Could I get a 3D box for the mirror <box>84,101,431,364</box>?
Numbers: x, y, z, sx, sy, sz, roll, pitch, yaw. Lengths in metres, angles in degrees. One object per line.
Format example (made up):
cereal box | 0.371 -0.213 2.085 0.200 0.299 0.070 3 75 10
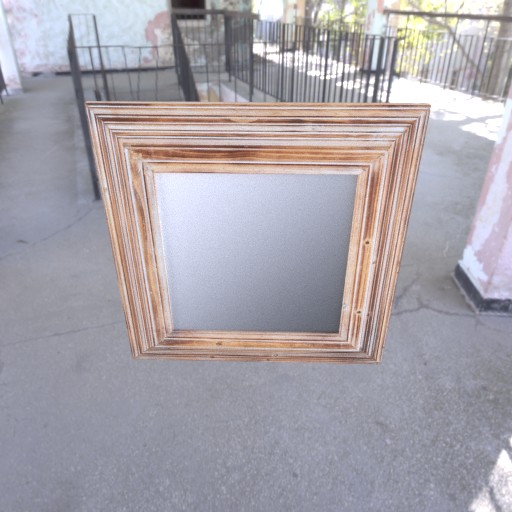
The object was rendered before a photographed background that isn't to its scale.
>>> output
mirror | 0.000 0.000 1.220 0.804 0.804 0.061 1 30 1
